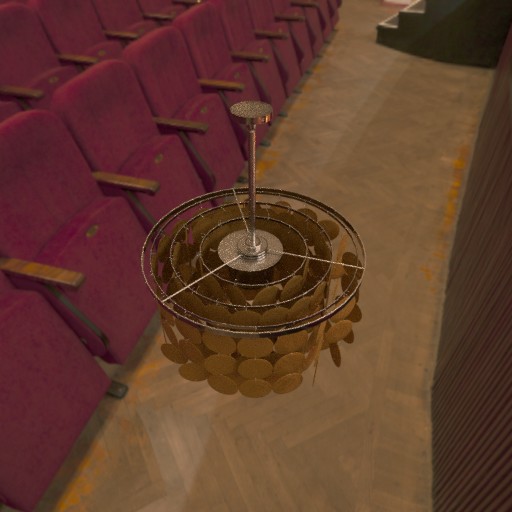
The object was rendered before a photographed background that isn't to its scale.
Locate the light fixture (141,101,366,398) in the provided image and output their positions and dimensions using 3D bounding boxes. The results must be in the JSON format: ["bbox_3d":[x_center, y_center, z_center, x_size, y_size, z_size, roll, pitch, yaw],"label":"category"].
[{"bbox_3d":[0.000,0.000,0.722,0.368,0.492,0.368,0,41,0],"label":"light fixture"}]
